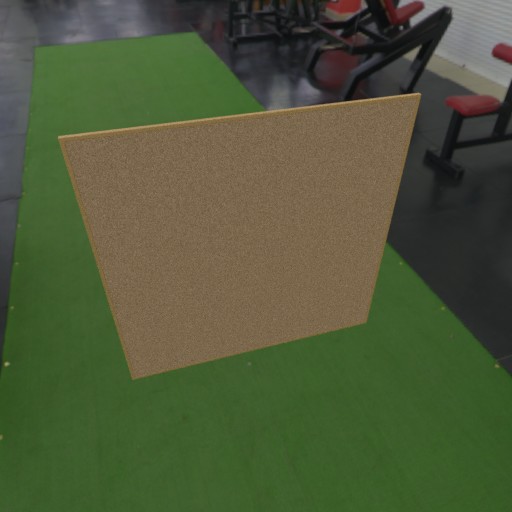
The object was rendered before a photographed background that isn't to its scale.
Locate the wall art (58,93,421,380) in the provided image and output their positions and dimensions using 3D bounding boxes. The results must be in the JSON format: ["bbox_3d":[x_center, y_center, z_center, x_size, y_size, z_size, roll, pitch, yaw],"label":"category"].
[{"bbox_3d":[0.000,0.000,1.448,0.962,0.959,0.013,-11,41,-13],"label":"wall art"}]
